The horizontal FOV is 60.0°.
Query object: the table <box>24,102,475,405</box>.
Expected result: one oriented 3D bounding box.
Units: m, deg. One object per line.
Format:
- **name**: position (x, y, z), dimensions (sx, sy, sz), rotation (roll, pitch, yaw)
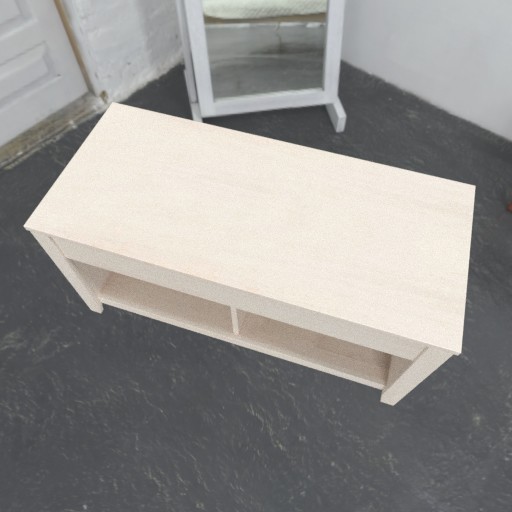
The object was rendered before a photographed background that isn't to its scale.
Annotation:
- **table**: position (0.000, 0.000, 1.292), dimensions (1.016, 0.483, 0.457), rotation (15, 60, 9)
